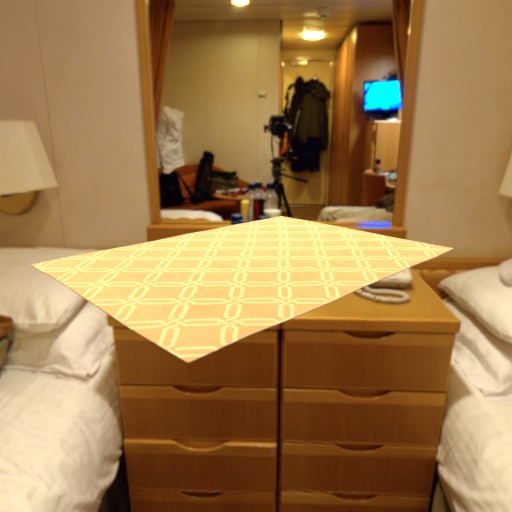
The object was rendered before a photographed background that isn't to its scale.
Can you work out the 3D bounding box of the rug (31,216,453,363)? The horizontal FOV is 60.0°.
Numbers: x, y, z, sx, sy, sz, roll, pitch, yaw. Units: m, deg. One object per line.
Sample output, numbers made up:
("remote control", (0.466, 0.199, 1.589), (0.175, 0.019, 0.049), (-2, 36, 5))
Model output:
("rug", (0.000, 0.000, 4.296), (3.365, 0.020, 2.452), (-15, 22, -42))
